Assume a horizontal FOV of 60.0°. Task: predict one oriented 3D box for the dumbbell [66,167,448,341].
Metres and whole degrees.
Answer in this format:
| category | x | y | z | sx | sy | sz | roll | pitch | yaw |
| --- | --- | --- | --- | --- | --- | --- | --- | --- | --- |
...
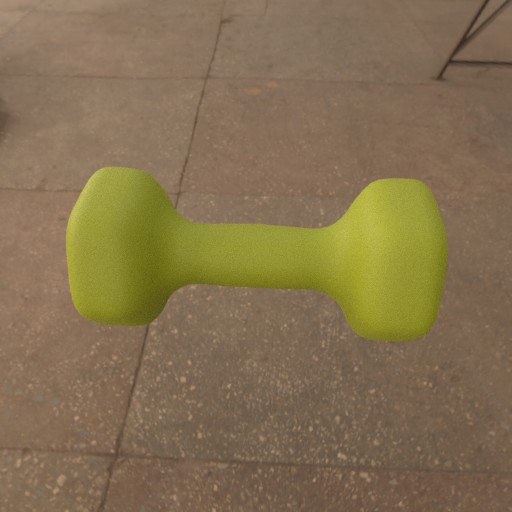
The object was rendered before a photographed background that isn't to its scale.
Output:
| category | x | y | z | sx | sy | sz | roll | pitch | yaw |
| --- | --- | --- | --- | --- | --- | --- | --- | --- | --- |
| dumbbell | 0.000 | 0.000 | 0.211 | 0.164 | 0.072 | 0.080 | 3 | 47 | 3 |
